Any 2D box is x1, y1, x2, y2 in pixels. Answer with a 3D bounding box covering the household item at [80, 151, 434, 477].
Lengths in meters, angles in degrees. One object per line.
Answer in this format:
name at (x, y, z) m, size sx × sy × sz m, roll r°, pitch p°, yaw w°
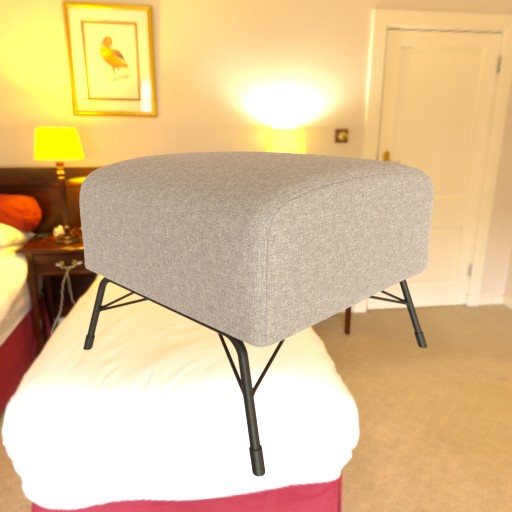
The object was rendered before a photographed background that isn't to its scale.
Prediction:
household item at (0.000, 0.000, 0.901) m, size 0.530 × 0.410 × 0.530 m, roll 15°, pitch 22°, yaw 42°
